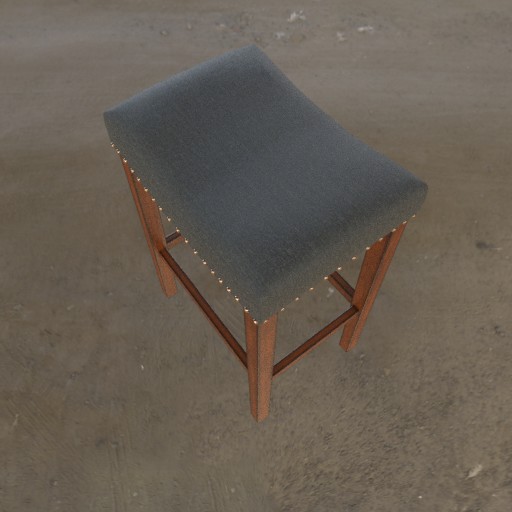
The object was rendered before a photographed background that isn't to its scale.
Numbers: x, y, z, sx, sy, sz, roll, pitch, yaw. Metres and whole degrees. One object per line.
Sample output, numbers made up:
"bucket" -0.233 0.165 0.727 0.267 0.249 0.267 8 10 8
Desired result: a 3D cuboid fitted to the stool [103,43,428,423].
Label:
"stool" 0.000 0.000 1.050 0.366 0.748 0.502 -33 64 -18
